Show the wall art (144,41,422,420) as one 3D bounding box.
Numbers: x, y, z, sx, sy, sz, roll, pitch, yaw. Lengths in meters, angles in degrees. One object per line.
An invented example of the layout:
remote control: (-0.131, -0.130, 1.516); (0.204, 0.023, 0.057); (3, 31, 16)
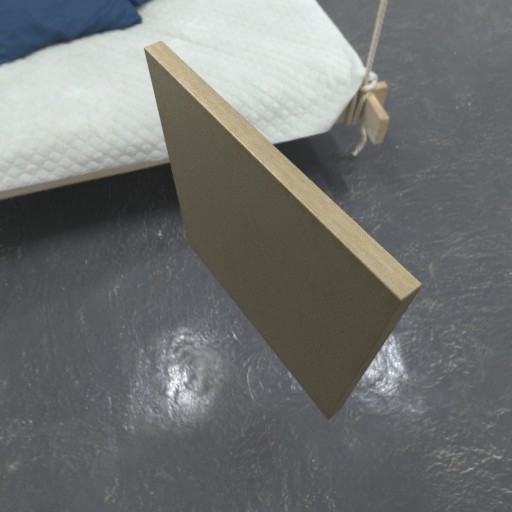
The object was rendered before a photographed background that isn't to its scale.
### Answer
wall art: (0.000, 0.000, 0.745); (0.030, 0.506, 0.503); (-32, 63, -19)
